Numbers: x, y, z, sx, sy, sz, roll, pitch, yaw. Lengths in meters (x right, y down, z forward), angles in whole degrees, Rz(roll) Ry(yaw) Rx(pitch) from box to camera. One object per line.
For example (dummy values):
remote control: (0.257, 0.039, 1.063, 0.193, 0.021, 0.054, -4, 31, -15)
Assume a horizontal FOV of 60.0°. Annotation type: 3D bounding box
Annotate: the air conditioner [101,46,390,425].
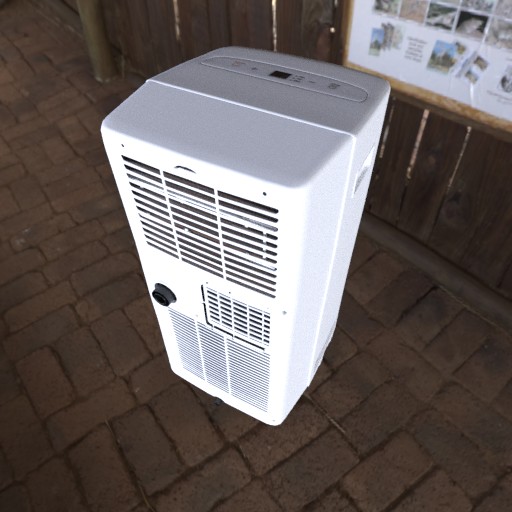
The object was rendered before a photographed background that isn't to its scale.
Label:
air conditioner: (0.000, 0.000, 0.792, 0.304, 0.606, 0.349, 22, 49, 20)
